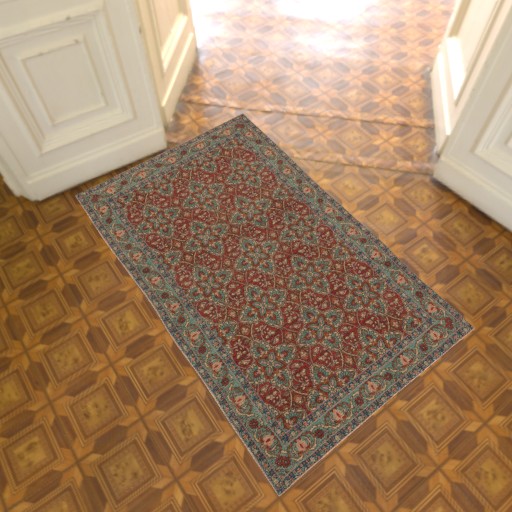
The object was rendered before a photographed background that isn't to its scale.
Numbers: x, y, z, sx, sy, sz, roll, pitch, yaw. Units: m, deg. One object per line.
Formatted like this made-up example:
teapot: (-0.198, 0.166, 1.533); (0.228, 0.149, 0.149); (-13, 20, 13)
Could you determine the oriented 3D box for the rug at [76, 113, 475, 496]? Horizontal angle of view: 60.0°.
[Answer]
rug: (0.000, 0.000, 2.994); (1.533, 0.011, 2.439); (-32, 63, -19)
